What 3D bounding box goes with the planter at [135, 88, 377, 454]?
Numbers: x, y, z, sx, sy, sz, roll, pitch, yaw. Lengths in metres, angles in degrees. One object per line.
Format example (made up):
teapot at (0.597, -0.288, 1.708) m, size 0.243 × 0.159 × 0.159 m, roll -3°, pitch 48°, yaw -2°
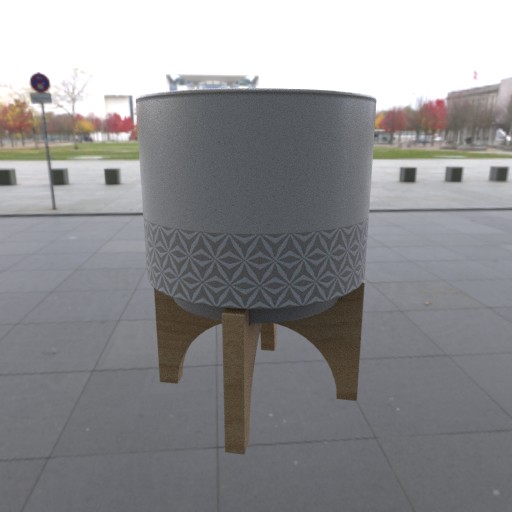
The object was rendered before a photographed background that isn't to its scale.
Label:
planter at (0.000, 0.000, 0.516) m, size 0.249 × 0.343 × 0.249 m, roll 0°, pitch 15°, yaw 0°
